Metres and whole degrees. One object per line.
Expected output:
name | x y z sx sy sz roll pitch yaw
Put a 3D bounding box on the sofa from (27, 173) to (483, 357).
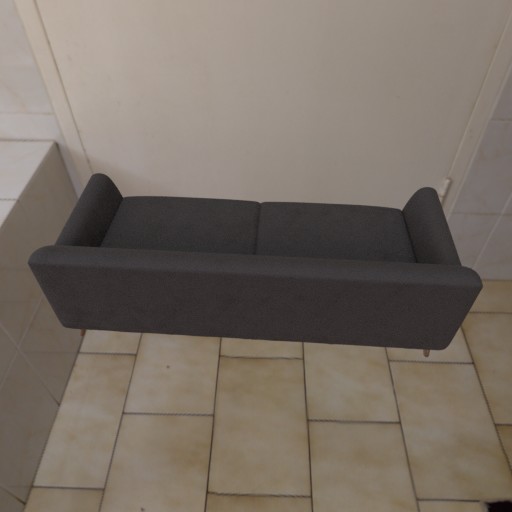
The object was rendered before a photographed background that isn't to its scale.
sofa | 0.000 0.000 2.653 2.190 0.740 0.900 3 47 3
